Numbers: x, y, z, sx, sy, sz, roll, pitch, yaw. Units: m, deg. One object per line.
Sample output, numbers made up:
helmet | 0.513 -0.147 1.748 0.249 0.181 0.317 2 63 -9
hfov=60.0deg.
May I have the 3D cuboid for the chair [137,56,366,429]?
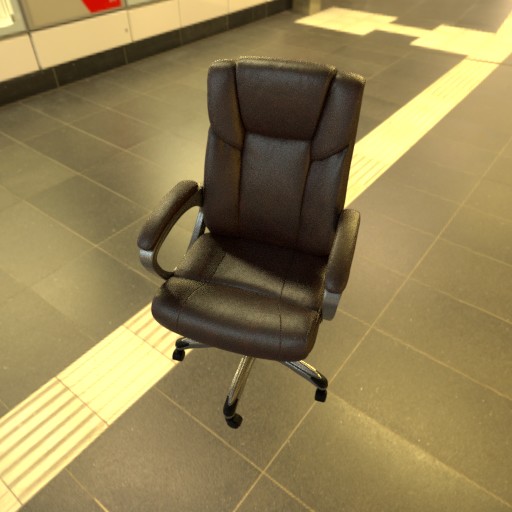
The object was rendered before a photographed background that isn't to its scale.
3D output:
chair | 0.000 0.000 1.531 0.656 1.128 0.692 12 43 14
